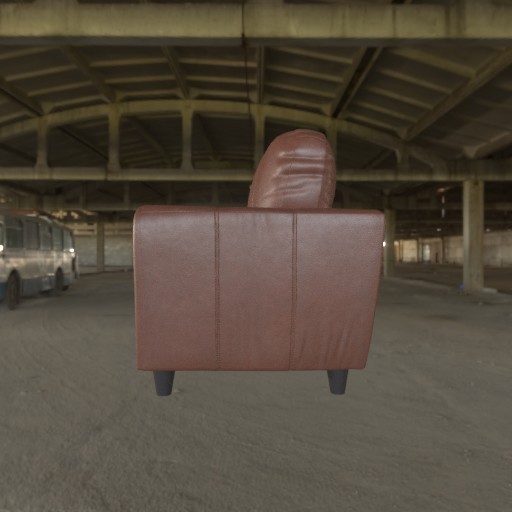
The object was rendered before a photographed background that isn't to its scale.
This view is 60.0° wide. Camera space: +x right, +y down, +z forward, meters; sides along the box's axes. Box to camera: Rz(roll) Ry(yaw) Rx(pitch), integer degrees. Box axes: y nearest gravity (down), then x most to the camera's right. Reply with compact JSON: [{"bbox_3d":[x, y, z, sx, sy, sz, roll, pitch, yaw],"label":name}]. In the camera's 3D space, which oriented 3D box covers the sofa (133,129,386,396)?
[{"bbox_3d":[0.000,0.000,2.286,0.802,0.915,1.862,0,0,0],"label":"sofa"}]
